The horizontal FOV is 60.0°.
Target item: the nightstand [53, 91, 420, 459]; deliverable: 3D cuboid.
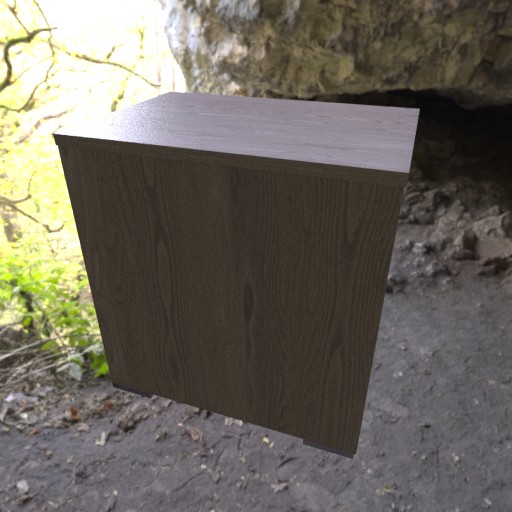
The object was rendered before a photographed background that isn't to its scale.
[{"bbox_3d":[0.000,0.000,0.758,0.442,0.461,0.325,10,32,17],"label":"nightstand"}]
